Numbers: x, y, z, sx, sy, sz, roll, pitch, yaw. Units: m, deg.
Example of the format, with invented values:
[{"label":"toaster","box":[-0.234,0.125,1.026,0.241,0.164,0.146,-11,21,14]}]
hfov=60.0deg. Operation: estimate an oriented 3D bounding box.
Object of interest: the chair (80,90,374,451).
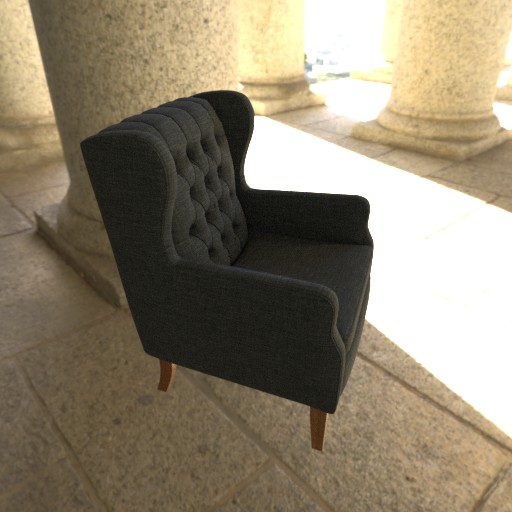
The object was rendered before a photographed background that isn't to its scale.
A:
[{"label":"chair","box":[0.000,0.000,1.514,0.775,0.953,0.711,10,32,17]}]
